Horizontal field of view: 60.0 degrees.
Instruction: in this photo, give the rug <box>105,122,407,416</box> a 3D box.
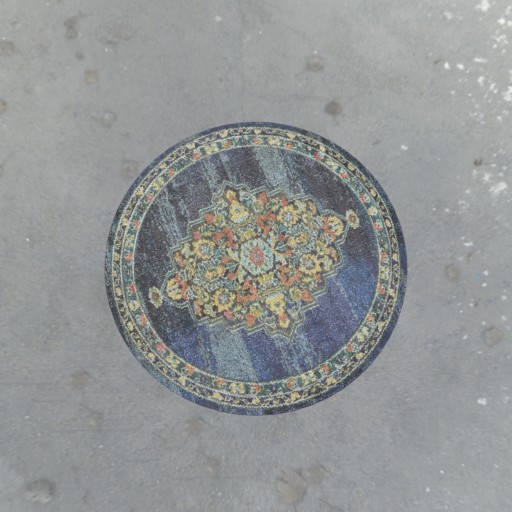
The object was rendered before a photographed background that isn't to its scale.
[{"bbox_3d":[0.000,0.000,3.504,2.386,0.014,2.386,0,75,0],"label":"rug"}]
